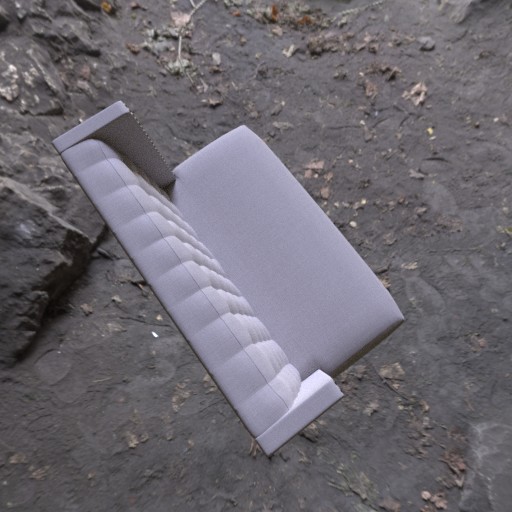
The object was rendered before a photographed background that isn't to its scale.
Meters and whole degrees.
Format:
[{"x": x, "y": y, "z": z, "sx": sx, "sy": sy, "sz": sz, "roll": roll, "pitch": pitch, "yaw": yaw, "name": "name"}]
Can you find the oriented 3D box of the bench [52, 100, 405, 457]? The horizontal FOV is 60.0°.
[{"x": 0.000, "y": 0.000, "z": 1.994, "sx": 0.847, "sy": 1.123, "sz": 1.280, "roll": -35, "pitch": 77, "yaw": -9, "name": "bench"}]
